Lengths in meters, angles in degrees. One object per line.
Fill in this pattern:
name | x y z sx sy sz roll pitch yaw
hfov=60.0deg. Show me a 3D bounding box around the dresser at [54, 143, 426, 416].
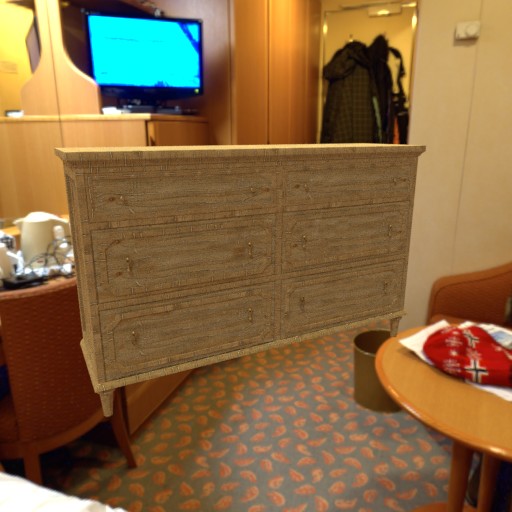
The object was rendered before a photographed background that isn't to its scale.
dresser | 0.000 0.000 2.119 1.626 1.016 0.457 -8 18 -26
